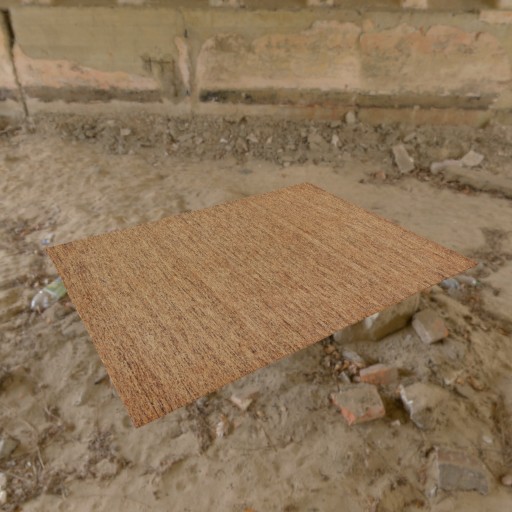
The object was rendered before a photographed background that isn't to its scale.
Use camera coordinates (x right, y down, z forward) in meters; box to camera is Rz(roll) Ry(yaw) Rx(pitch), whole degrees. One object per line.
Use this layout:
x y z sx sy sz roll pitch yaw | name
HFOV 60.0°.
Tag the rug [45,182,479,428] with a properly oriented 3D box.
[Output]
0.000 0.000 4.096 3.200 0.012 2.438 -18 35 -28 | rug
